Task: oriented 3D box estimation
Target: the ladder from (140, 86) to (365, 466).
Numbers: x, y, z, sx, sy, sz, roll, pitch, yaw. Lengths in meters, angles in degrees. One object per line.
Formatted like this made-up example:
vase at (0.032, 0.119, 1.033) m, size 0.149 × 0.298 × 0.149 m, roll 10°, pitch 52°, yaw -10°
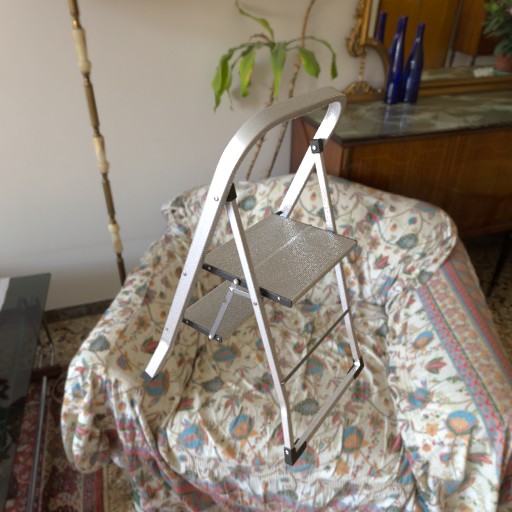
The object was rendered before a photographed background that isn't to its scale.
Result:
ladder at (0.000, 0.000, 1.145) m, size 0.530 × 0.830 × 0.465 m, roll 22°, pitch 38°, yaw 30°
